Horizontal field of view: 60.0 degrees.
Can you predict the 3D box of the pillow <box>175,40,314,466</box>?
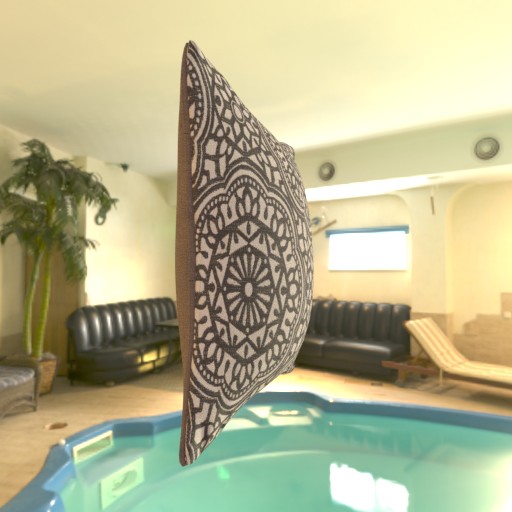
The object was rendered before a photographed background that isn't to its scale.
[{"bbox_3d":[0.000,0.000,0.630,0.148,0.417,0.436,0,-2,18],"label":"pillow"}]
